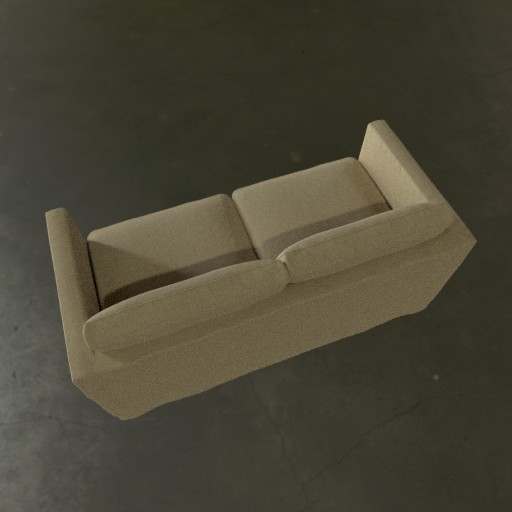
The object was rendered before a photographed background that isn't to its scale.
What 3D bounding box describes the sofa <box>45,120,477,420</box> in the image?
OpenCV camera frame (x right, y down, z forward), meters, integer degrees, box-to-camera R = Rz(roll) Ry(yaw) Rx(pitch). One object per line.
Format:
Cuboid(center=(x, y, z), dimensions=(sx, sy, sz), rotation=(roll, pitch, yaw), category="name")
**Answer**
Cuboid(center=(0.000, 0.000, 2.413), dimensions=(1.959, 0.835, 0.962), rotation=(-18, 60, -11), category="sofa")
